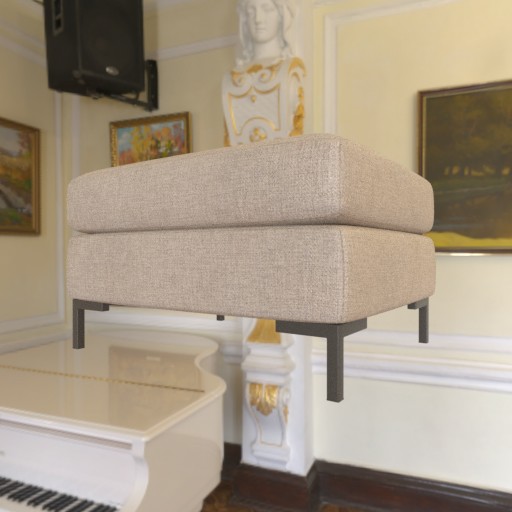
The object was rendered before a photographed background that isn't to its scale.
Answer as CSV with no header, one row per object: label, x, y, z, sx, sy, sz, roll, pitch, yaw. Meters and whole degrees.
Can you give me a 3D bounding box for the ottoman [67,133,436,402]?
ottoman,0.000,0.000,1.216,0.820,0.490,0.671,0,0,34
